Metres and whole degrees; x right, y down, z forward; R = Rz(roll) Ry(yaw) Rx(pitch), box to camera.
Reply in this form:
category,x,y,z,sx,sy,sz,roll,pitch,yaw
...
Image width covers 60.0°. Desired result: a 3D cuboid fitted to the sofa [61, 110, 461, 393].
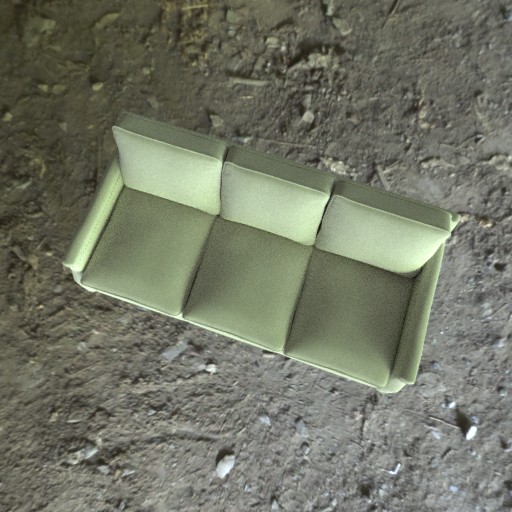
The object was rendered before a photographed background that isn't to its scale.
category,x,y,z,sx,sy,sz,roll,pitch,yaw
sofa,0.000,0.000,2.872,2.246,1.003,1.084,18,75,5
